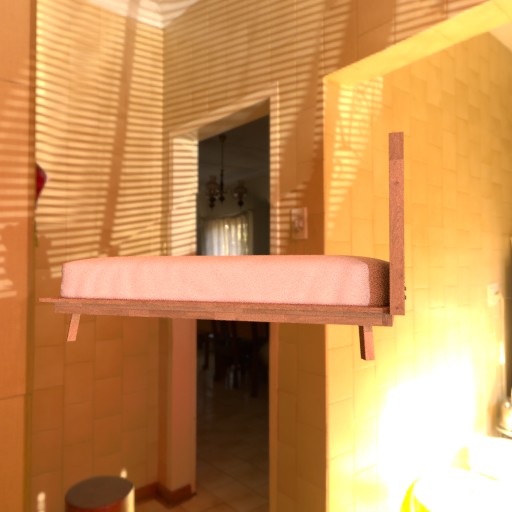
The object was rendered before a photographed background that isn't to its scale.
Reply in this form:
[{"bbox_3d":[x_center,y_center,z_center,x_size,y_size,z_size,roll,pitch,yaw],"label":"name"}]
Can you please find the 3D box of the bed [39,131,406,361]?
[{"bbox_3d":[0.000,0.000,3.395,2.167,1.100,2.116,0,-1,18],"label":"bed"}]
